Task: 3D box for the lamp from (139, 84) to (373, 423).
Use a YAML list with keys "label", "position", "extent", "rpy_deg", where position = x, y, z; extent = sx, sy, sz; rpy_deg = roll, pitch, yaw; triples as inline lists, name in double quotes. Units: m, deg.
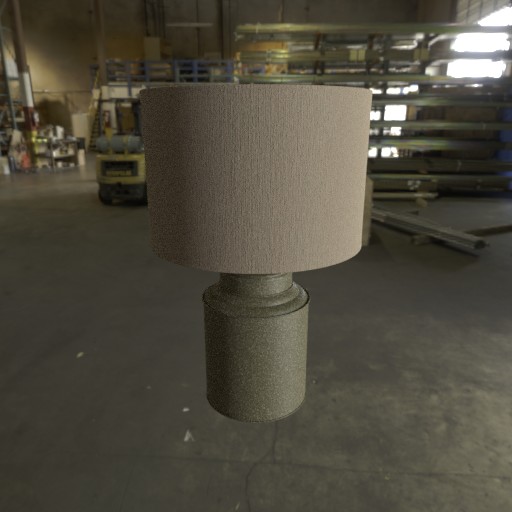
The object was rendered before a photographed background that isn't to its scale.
- label: "lamp"
  position: [0.000, 0.000, 0.693]
  extent: [0.318, 0.486, 0.318]
  rpy_deg: [0, 17, 0]
